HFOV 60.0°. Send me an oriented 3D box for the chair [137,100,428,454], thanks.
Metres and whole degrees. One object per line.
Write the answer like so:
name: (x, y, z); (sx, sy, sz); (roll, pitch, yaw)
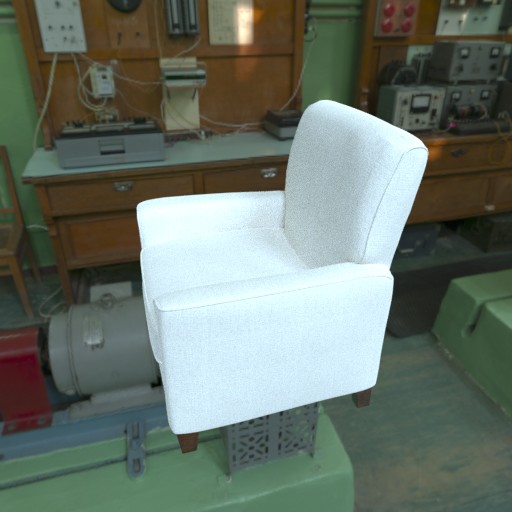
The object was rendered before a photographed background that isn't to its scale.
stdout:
chair: (0.000, 0.000, 1.675); (0.858, 1.028, 0.841); (-9, 30, -15)
